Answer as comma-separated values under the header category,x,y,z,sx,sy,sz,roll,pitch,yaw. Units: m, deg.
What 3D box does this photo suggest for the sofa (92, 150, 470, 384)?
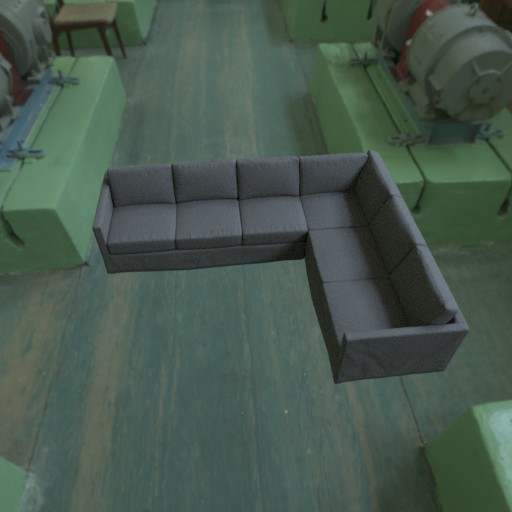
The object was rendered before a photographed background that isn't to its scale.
category,x,y,z,sx,sy,sz,roll,pitch,yaw
sofa,0.000,0.000,4.402,3.182,0.871,2.432,-4,47,-4
